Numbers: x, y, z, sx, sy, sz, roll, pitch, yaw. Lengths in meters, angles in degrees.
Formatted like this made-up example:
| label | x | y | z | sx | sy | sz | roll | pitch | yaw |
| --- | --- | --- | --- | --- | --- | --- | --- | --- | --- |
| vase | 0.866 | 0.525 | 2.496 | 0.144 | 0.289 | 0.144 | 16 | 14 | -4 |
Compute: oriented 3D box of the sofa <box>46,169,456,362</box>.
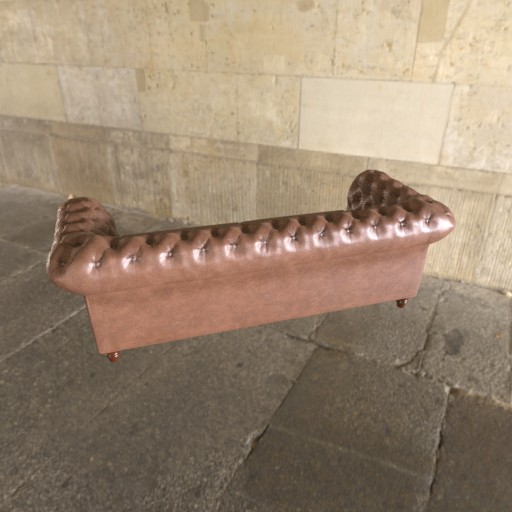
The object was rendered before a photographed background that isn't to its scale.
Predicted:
| label | x | y | z | sx | sy | sz | roll | pitch | yaw |
| --- | --- | --- | --- | --- | --- | --- | --- | --- | --- |
| sofa | 0.000 | 0.000 | 2.896 | 2.385 | 0.783 | 0.944 | -8 | 28 | -15 |
